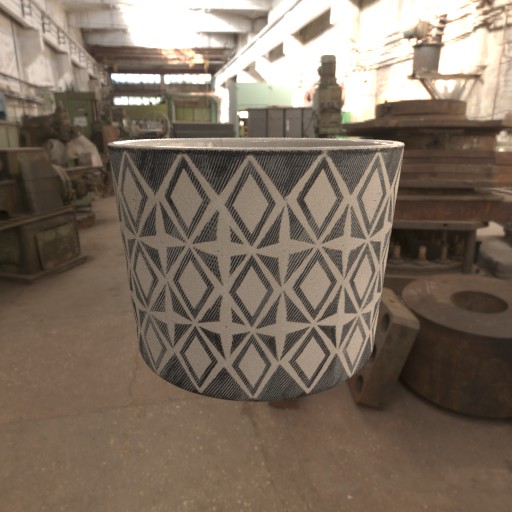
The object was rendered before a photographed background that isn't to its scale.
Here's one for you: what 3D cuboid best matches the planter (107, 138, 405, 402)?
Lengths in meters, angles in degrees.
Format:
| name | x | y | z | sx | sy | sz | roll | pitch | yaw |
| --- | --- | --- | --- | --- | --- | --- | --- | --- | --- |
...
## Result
| name | x | y | z | sx | sy | sz | roll | pitch | yaw |
| --- | --- | --- | --- | --- | --- | --- | --- | --- | --- |
| planter | 0.000 | 0.000 | 0.438 | 0.260 | 0.220 | 0.260 | 0 | 16 | 0 |
